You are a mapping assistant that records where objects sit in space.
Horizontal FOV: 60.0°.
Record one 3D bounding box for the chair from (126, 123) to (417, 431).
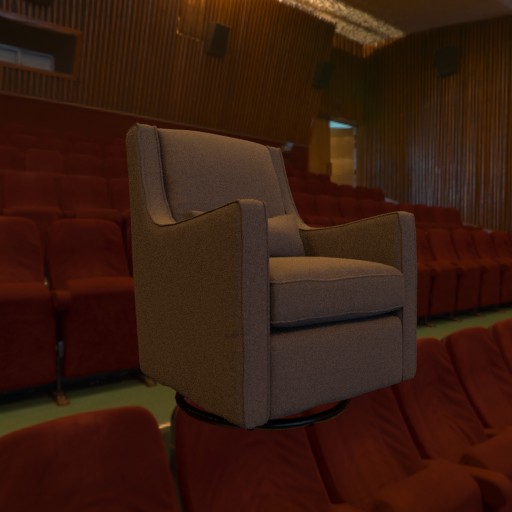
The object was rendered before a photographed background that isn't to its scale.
[{"bbox_3d":[0.000,0.000,1.592,0.732,0.993,0.879,-1,2,-37],"label":"chair"}]
